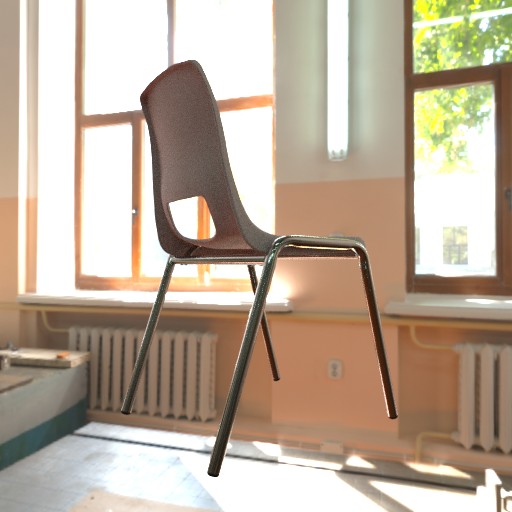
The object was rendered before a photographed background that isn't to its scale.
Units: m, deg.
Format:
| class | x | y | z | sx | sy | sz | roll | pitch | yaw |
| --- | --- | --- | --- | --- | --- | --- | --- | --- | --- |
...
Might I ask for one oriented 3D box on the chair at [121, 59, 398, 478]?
| class | x | y | z | sx | sy | sz | roll | pitch | yaw |
| --- | --- | --- | --- | --- | --- | --- | --- | --- | --- |
| chair | 0.000 | 0.000 | 0.911 | 0.436 | 0.653 | 0.381 | 1 | -1 | -38 |
